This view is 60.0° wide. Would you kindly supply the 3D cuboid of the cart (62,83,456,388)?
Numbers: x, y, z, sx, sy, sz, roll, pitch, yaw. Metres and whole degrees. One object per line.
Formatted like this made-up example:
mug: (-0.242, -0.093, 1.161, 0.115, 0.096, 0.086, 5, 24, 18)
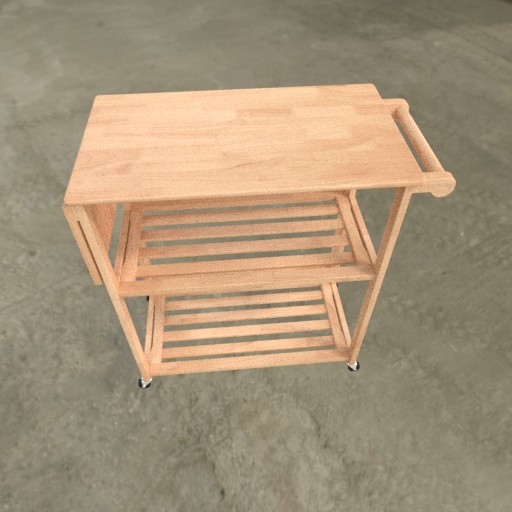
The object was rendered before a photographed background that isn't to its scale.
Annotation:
cart: (0.000, 0.000, 1.381, 0.853, 0.879, 0.432, -4, 48, -3)
